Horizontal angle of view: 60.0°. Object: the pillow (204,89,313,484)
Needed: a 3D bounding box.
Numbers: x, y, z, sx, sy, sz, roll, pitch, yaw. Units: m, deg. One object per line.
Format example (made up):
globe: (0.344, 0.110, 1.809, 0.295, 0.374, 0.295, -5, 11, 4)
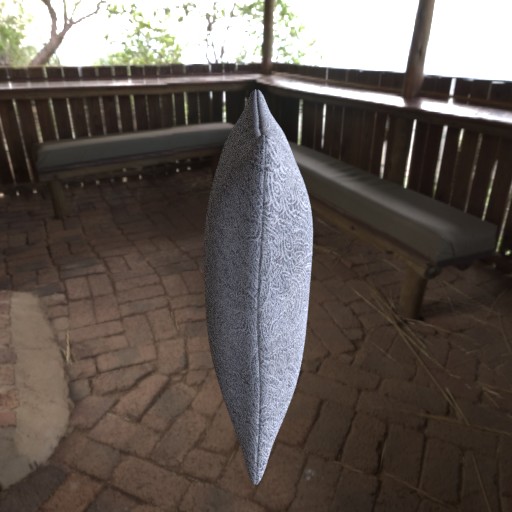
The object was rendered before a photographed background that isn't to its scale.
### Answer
pillow: (0.000, 0.000, 0.782, 0.166, 0.510, 0.523, 0, 26, -1)
